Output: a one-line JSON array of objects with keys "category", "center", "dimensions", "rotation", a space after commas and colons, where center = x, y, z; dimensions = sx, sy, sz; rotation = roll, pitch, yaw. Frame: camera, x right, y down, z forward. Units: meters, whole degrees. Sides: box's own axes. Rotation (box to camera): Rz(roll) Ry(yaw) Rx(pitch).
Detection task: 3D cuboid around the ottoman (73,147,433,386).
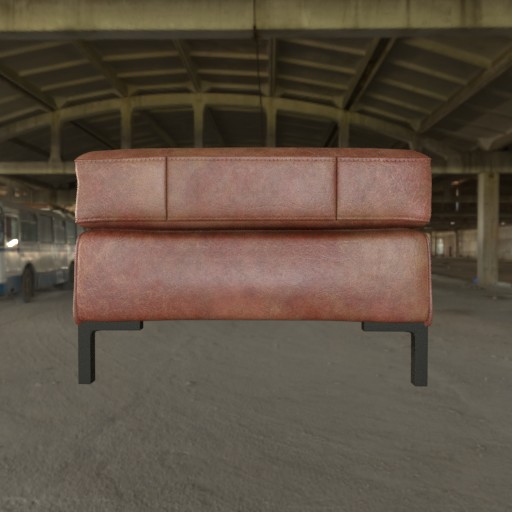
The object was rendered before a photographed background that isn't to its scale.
[{"category": "ottoman", "center": [0.000, 0.000, 1.743], "dimensions": [0.965, 0.667, 1.186], "rotation": [0, 1, 1]}]
